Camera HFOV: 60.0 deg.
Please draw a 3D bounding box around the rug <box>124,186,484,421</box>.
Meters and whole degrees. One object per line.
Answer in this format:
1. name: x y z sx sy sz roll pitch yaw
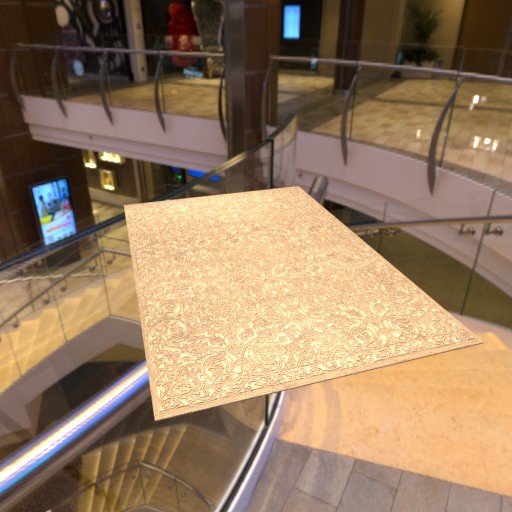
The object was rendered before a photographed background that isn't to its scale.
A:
1. rug: 0.000 0.000 2.274 1.221 0.006 1.827 -9 30 -15
